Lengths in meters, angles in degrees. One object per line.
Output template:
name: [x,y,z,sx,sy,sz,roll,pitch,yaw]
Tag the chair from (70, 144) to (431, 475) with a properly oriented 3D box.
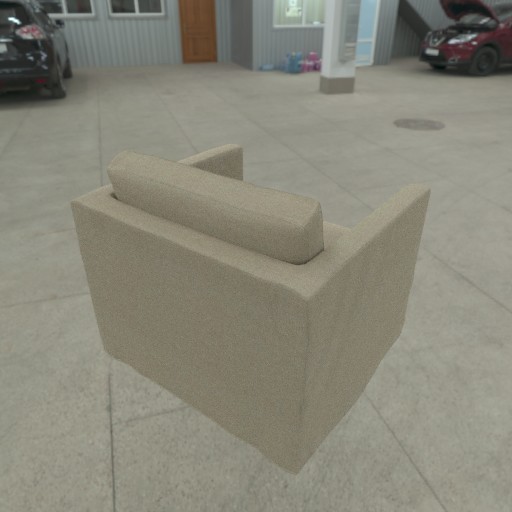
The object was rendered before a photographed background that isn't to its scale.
chair: [0.000,0.000,1.796,1.057,0.863,0.949,21,36,32]
